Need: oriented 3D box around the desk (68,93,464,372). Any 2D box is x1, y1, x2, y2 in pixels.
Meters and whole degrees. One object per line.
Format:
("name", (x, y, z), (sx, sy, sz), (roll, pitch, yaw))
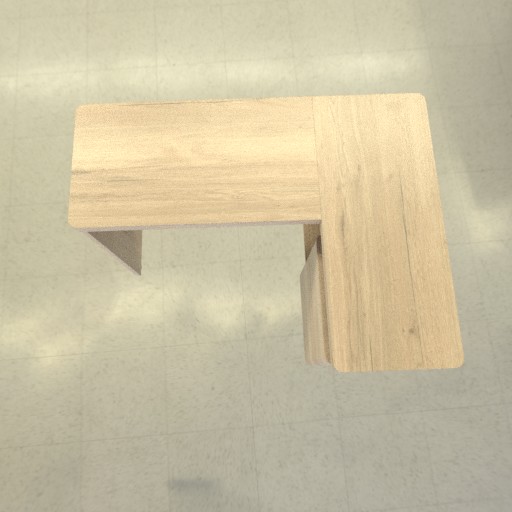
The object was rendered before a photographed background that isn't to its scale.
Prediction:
("desk", (0.000, 0.000, 1.744), (1.169, 0.760, 0.900), (-2, 76, -1))
